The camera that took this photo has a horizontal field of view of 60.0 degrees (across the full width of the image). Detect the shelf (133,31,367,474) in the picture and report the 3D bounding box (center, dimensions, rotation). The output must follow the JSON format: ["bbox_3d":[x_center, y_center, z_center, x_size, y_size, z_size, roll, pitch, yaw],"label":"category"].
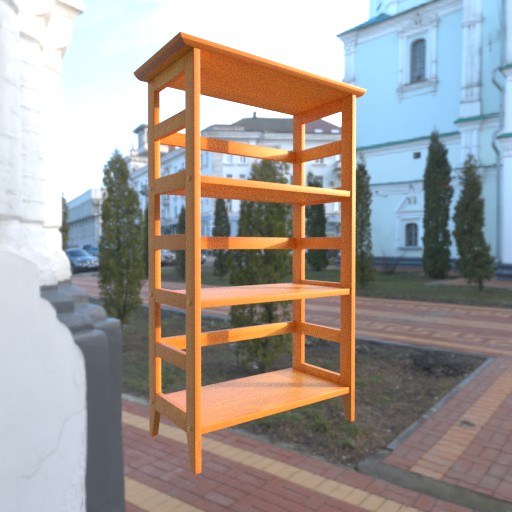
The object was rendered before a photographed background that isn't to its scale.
[{"bbox_3d":[0.000,0.000,1.367,0.660,1.067,0.305,-1,2,-36],"label":"shelf"}]
